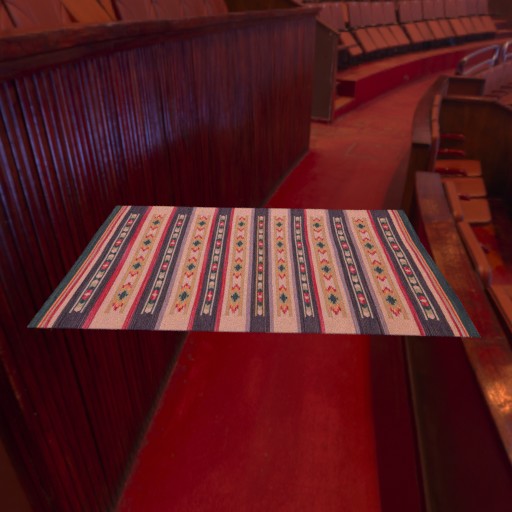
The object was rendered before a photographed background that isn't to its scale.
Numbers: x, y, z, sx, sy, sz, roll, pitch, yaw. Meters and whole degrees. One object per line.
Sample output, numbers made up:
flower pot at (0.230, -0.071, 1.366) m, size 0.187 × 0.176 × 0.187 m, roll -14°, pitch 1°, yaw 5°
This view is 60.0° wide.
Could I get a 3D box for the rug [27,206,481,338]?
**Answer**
rug at (0.000, 0.000, 2.901) m, size 2.311 × 0.010 × 1.522 m, roll 1°, pitch 31°, yaw 2°
